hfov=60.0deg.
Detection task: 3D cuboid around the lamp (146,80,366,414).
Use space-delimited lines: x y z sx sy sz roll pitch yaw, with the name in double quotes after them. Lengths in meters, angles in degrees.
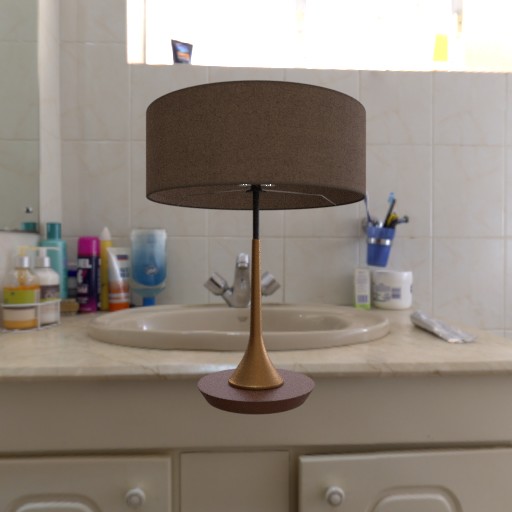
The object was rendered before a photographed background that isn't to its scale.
0.000 0.000 0.865 0.417 0.551 0.396 0 0 0 "lamp"
